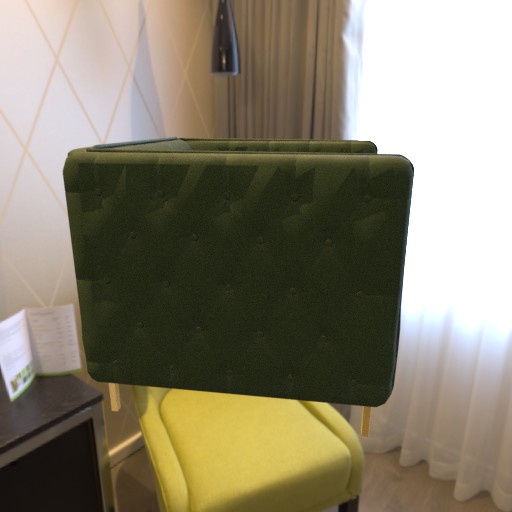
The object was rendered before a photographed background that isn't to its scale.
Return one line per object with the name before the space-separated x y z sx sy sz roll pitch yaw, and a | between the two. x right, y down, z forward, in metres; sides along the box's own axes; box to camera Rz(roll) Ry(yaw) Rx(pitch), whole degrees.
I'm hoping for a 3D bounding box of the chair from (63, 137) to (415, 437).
chair | 0.000 0.000 1.524 0.855 0.768 0.917 3 17 8
